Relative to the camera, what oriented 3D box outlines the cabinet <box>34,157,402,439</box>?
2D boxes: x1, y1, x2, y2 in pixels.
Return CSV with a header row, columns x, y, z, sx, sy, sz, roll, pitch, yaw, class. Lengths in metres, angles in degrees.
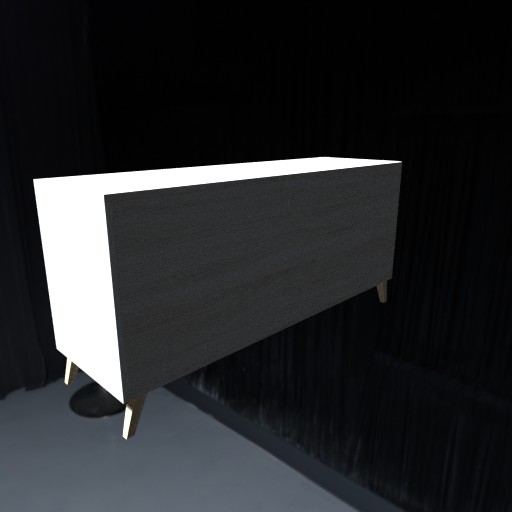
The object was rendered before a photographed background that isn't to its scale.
x,y,z,sx,sy,sz,roll,pitch,yaw,class
0.000,0.000,2.012,0.500,0.780,1.649,15,22,43,cabinet
